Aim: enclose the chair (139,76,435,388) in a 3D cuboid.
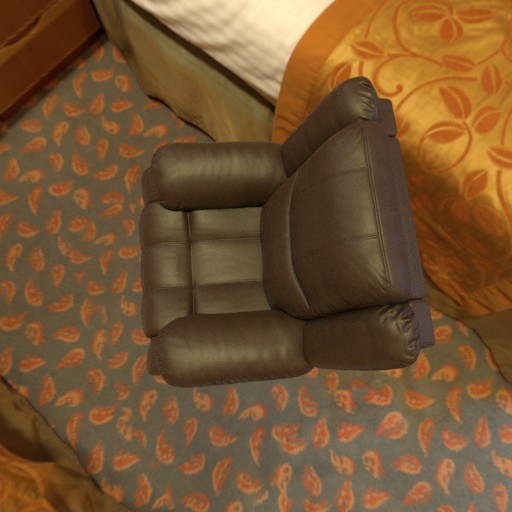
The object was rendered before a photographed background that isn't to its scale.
[{"bbox_3d":[0.000,0.000,1.659,0.934,1.009,0.899,-5,76,-1],"label":"chair"}]
